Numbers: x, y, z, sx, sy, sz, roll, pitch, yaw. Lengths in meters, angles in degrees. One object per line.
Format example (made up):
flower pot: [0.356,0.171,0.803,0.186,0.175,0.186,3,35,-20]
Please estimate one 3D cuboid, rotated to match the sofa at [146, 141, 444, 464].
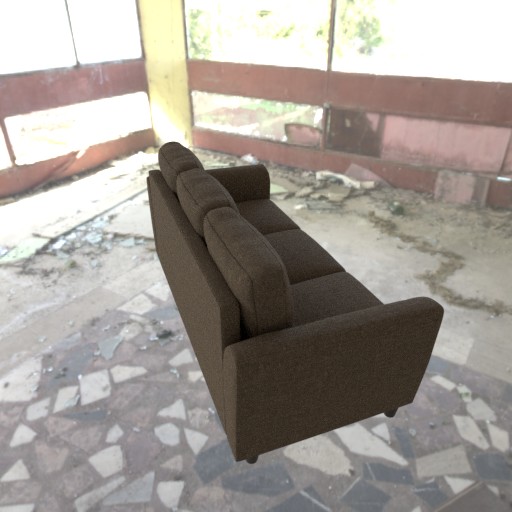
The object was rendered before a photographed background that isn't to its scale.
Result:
sofa: [0.000,0.000,2.340,0.837,0.891,1.847,-11,31,-18]
